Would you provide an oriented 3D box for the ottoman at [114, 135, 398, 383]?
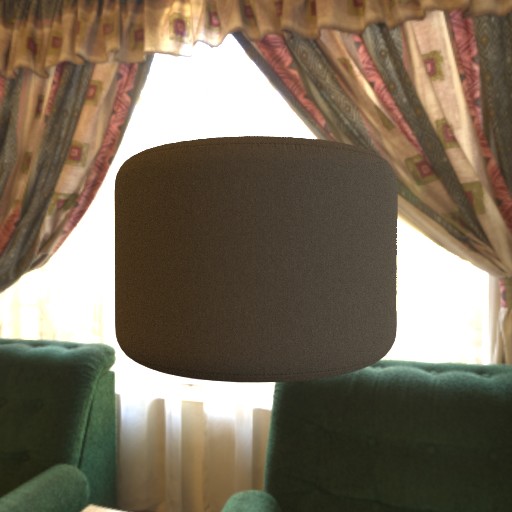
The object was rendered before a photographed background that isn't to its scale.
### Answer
[{"bbox_3d":[0.000,0.000,0.999,0.608,0.433,0.608,0,1,0],"label":"ottoman"}]
